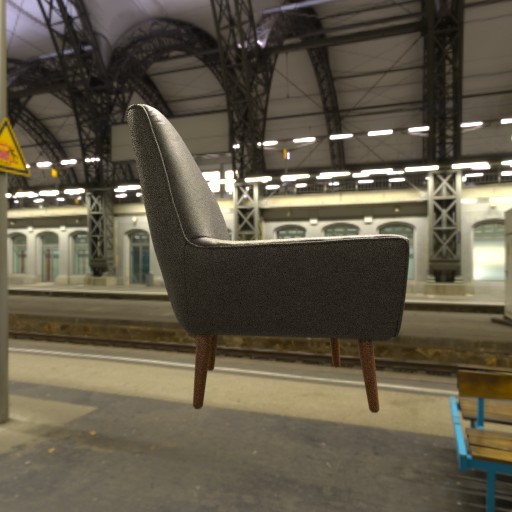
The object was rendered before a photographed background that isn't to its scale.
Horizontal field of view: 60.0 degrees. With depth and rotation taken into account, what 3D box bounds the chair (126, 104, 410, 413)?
[{"bbox_3d":[0.000,0.000,1.513,0.822,0.888,0.787,0,-1,-1],"label":"chair"}]
